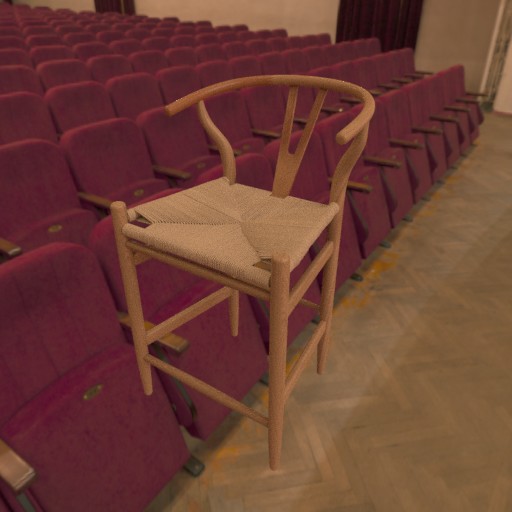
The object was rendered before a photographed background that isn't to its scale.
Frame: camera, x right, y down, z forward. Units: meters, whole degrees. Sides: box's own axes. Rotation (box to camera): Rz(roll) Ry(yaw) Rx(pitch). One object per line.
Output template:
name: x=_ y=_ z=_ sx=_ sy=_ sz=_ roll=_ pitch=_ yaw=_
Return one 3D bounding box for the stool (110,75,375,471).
stool: x=0.000 y=0.000 z=1.294 sx=0.536 sy=0.923 sz=0.575 roll=18 pitch=34 yaw=29
